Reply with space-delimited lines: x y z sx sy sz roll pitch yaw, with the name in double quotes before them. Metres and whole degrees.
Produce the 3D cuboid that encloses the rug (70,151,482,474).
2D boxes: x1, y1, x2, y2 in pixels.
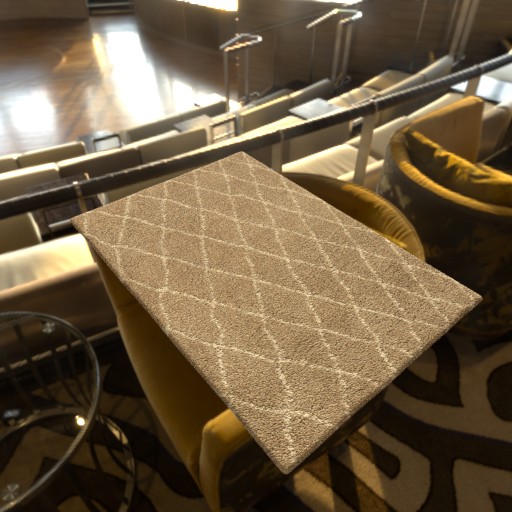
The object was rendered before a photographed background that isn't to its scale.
"rug" 0.000 0.000 2.239 1.219 0.030 1.778 -29 49 -28
